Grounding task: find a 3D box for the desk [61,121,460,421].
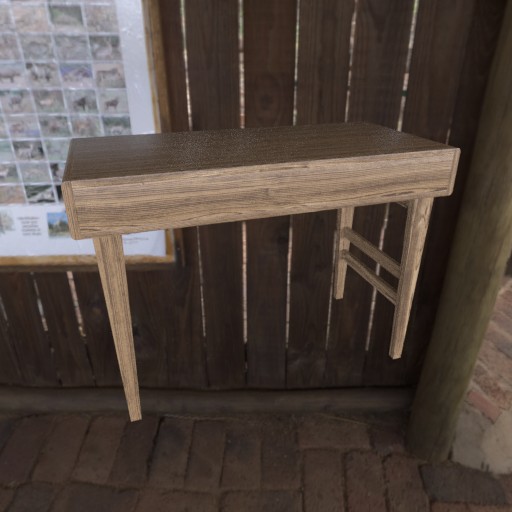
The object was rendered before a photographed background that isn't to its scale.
[{"bbox_3d":[0.000,0.000,1.496,1.067,0.755,0.508,-8,27,-17],"label":"desk"}]
